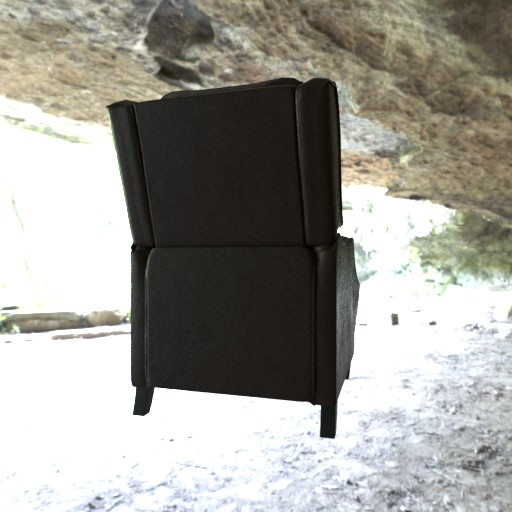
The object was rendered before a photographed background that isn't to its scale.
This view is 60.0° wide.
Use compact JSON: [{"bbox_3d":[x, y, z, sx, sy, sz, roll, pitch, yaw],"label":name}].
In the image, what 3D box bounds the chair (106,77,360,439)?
[{"bbox_3d":[0.000,0.000,1.796,0.770,1.132,0.982,0,0,17],"label":"chair"}]
